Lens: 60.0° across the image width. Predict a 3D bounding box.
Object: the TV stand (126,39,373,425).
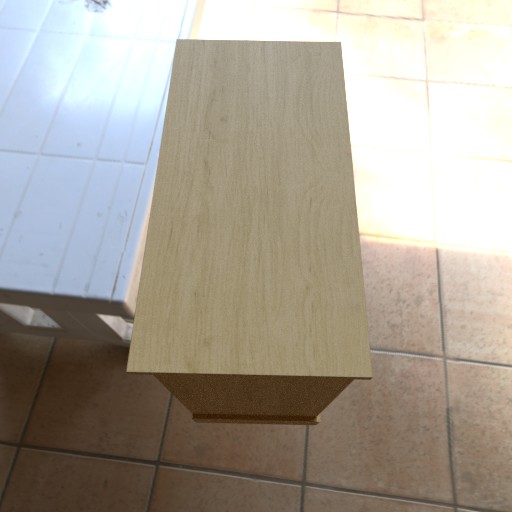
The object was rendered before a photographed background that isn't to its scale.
[{"bbox_3d":[0.000,0.000,1.305,0.430,0.787,0.851,1,64,1],"label":"TV stand"}]
